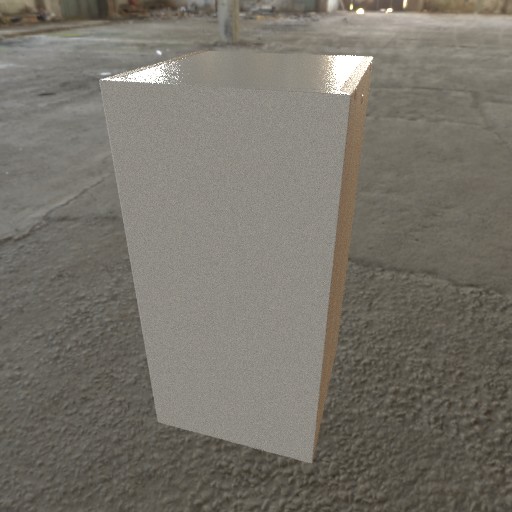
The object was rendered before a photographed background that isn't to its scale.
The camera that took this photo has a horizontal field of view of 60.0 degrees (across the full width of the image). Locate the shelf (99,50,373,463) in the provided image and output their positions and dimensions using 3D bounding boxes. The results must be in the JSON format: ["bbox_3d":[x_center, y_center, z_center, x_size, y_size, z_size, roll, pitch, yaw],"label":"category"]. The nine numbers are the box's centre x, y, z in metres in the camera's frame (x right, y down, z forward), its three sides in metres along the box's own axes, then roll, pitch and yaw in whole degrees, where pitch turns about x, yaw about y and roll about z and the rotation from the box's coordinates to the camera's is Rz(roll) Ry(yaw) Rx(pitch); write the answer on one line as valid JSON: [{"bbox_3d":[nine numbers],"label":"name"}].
[{"bbox_3d":[0.000,0.000,0.749,0.290,0.594,0.297,9,32,14],"label":"shelf"}]
